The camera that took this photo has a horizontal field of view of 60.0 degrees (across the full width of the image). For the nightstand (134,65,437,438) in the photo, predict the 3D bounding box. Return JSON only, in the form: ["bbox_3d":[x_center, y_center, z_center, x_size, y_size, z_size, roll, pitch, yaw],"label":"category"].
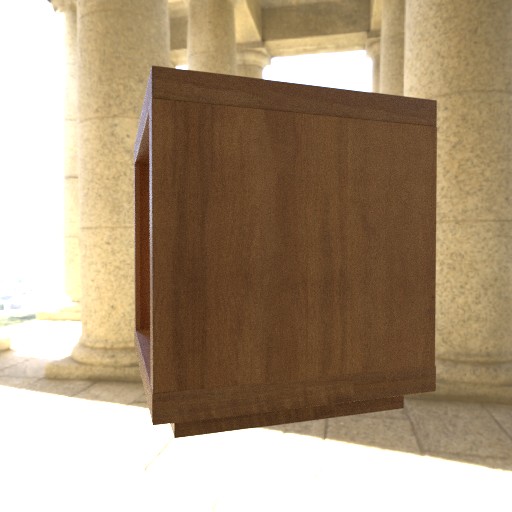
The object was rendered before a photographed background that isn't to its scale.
[{"bbox_3d":[0.000,0.000,0.859,0.436,0.491,0.493,0,1,-18],"label":"nightstand"}]
